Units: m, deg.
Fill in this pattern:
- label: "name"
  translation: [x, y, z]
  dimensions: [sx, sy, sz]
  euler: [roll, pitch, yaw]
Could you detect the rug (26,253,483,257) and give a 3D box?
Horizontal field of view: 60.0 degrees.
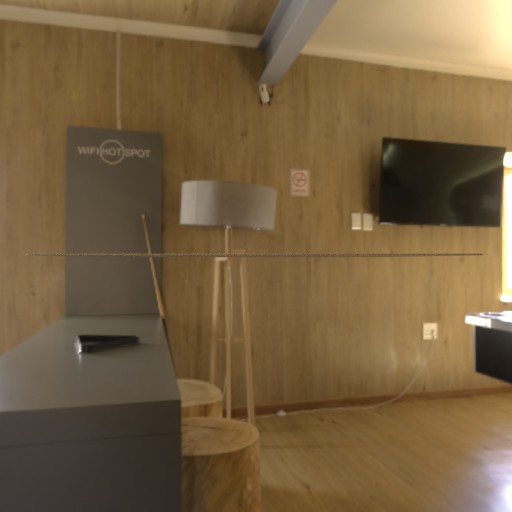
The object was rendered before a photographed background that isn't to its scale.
- label: "rug"
  translation: [0.000, 0.000, 4.182]
  dimensions: [3.072, 0.011, 2.451]
  euler: [0, 0, 1]
